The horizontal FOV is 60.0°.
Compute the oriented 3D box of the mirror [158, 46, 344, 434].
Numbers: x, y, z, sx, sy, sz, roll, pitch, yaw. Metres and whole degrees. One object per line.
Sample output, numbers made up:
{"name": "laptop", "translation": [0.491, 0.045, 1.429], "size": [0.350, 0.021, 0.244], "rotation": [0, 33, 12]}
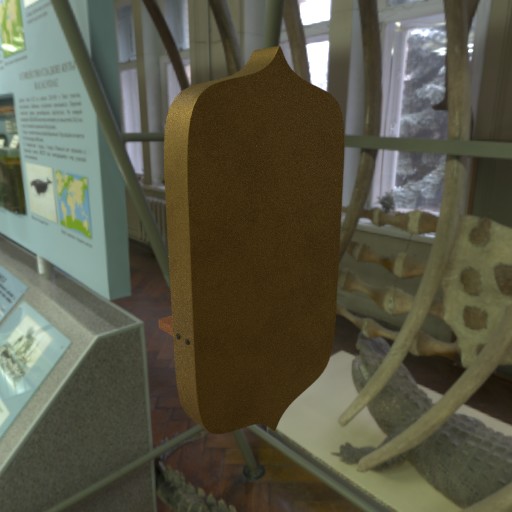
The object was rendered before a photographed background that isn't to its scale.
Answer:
{"name": "mirror", "translation": [0.000, 0.000, 0.719], "size": [0.323, 0.613, 0.096], "rotation": [-14, 21, -41]}
